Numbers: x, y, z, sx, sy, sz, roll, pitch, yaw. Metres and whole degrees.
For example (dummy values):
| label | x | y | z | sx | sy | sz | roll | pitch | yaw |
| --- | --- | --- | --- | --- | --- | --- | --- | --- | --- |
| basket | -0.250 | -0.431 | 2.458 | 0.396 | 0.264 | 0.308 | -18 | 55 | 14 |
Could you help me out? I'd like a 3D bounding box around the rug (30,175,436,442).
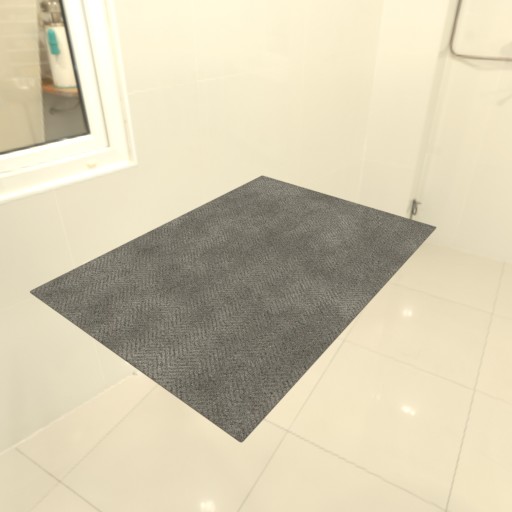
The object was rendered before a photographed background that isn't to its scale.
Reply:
| label | x | y | z | sx | sy | sz | roll | pitch | yaw |
| --- | --- | --- | --- | --- | --- | --- | --- | --- | --- |
| rug | 0.000 | 0.000 | 2.903 | 1.600 | 0.008 | 2.235 | 23 | 39 | 31 |
